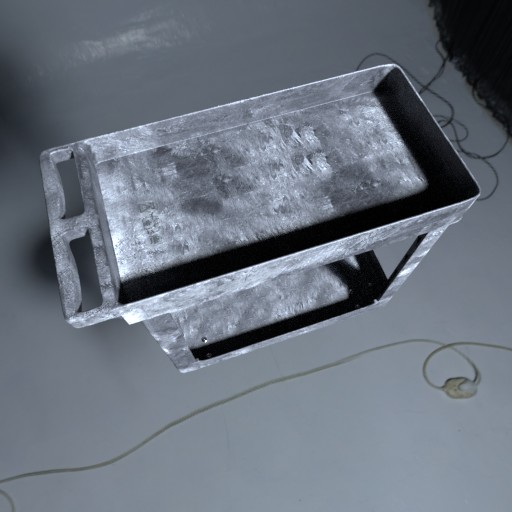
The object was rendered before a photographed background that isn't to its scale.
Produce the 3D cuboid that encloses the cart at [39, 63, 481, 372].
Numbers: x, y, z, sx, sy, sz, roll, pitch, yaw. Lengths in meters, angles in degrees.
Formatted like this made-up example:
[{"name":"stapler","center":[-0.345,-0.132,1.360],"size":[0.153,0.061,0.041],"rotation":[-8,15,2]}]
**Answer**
[{"name":"cart","center":[0.000,0.000,1.320],"size":[0.877,0.824,0.420],"rotation":[-17,65,-8]}]
